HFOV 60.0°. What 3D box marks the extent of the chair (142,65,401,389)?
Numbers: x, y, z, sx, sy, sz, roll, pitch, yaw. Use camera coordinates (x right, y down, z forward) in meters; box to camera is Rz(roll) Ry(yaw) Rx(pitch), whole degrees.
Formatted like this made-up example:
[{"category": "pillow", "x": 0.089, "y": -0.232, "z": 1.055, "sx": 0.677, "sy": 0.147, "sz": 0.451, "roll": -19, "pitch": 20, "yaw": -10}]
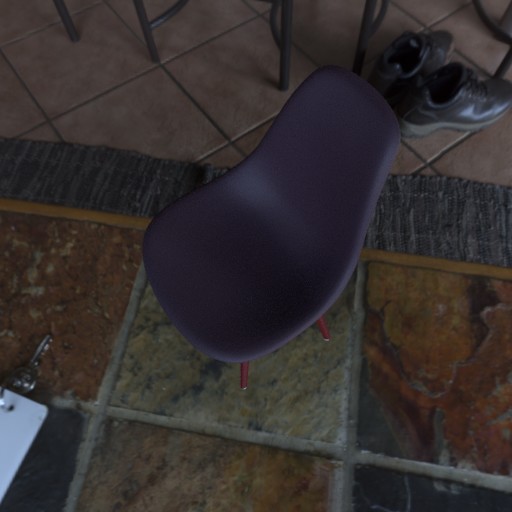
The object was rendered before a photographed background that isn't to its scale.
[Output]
[{"category": "chair", "x": 0.000, "y": 0.000, "z": 1.133, "sx": 0.533, "sy": 0.826, "sz": 0.470, "roll": -32, "pitch": 68, "yaw": -14}]
